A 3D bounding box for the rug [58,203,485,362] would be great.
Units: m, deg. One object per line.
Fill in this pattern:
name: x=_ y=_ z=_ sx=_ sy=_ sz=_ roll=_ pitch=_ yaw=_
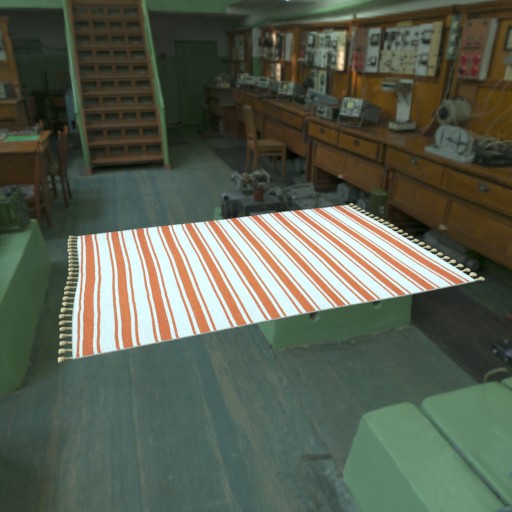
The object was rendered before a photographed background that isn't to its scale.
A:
rug: x=0.000 y=0.000 z=2.996 sx=2.433 sy=0.022 sz=1.556 roll=-8 pitch=26 yaw=-17
